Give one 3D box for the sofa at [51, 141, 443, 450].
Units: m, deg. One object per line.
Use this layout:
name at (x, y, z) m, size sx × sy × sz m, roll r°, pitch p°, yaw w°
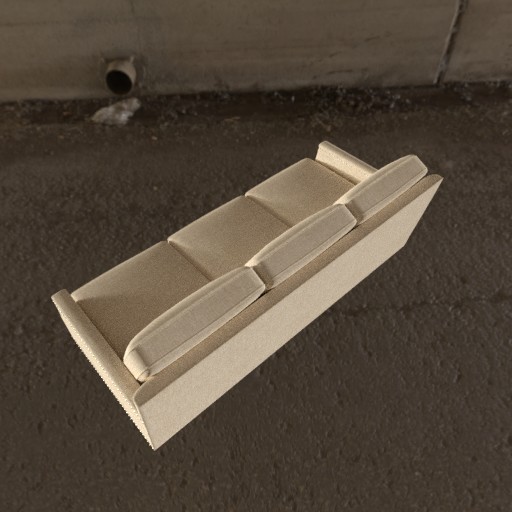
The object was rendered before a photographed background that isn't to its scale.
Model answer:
sofa at (0.000, 0.000, 2.767) m, size 2.210 × 0.940 × 1.041 m, roll -34°, pitch 56°, yaw -27°
